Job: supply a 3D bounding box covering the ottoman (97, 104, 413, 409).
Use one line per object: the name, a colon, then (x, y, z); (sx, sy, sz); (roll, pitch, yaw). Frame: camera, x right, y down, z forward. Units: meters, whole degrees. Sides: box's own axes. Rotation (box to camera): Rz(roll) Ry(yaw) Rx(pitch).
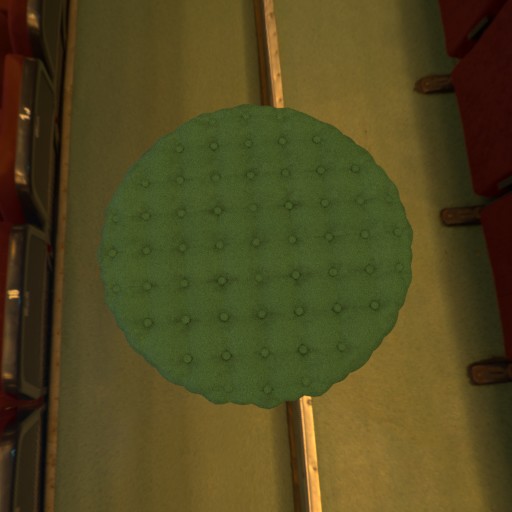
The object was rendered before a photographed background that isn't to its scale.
ottoman: (0.000, 0.000, 1.549); (0.998, 0.399, 0.998); (0, 76, 0)
